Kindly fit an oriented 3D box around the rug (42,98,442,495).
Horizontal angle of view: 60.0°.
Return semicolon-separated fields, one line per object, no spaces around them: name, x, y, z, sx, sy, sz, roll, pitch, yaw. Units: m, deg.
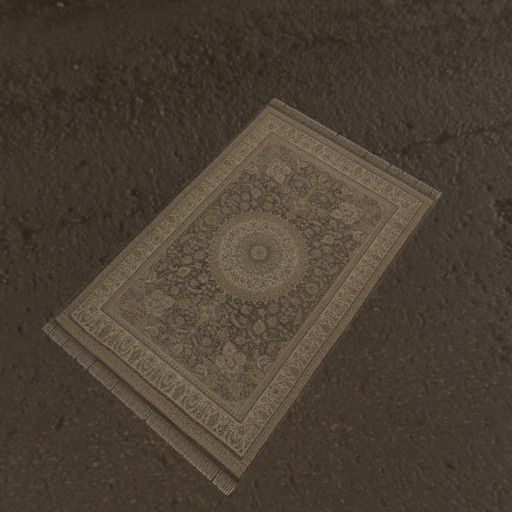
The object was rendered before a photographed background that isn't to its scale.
rug;0.000;0.000;2.985;1.528;0.010;2.440;35;69;15
